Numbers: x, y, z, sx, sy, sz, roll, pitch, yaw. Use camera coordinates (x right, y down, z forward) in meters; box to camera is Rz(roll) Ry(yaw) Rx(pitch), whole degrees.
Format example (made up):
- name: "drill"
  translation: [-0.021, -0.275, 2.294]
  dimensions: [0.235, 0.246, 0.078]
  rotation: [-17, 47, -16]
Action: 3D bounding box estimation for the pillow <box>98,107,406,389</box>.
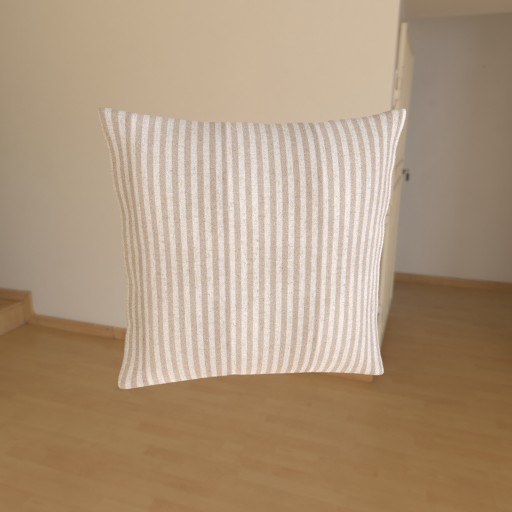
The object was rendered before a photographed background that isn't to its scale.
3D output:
- name: "pillow"
  translation: [0.000, 0.000, 0.803]
  dimensions: [0.523, 0.510, 0.166]
  rotation: [-2, 16, -6]
